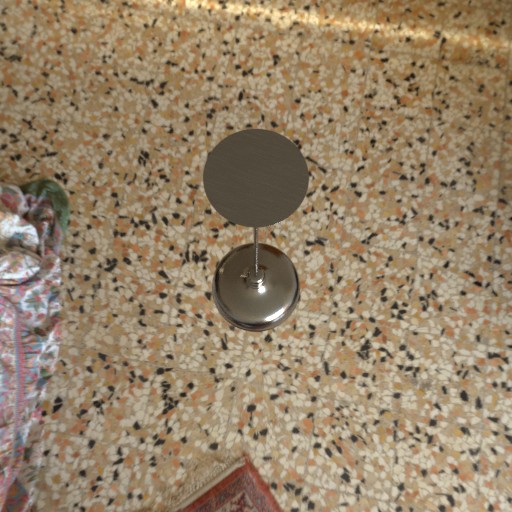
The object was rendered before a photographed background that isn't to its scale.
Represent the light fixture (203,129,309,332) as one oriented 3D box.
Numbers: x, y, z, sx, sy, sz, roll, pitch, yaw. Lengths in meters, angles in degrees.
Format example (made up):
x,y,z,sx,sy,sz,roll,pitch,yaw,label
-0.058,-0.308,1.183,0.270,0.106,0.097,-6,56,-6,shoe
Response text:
x,y,z,sx,sy,sz,roll,pitch,yaw,label
0.000,0.000,1.050,0.299,0.935,0.299,20,78,4,light fixture
